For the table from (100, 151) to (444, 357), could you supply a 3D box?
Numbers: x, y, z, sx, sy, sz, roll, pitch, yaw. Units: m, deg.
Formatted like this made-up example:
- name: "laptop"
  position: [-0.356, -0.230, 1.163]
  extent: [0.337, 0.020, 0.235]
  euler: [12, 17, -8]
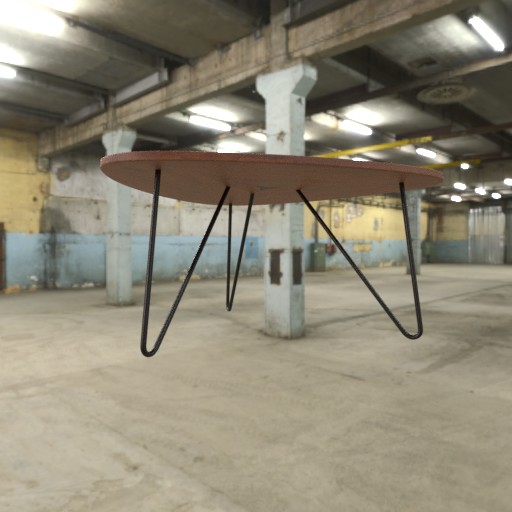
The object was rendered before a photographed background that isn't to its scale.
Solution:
- name: "table"
  position: [0.000, 0.000, 1.291]
  extent: [0.833, 0.413, 0.821]
  euler: [0, 1, -17]
